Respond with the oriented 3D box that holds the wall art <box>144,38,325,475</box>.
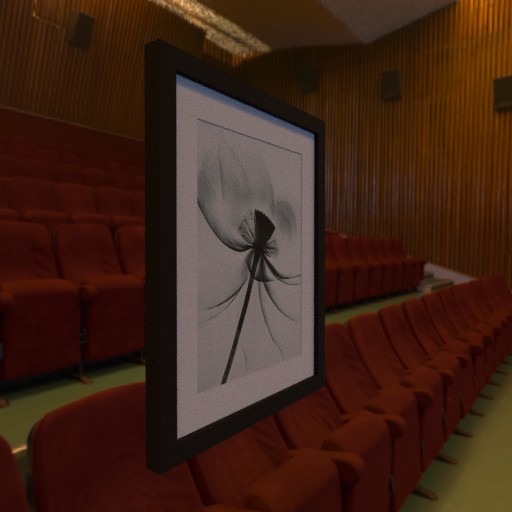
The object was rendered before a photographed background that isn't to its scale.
[{"bbox_3d":[0.000,0.000,0.760,0.029,0.559,0.457,1,1,36],"label":"wall art"}]
